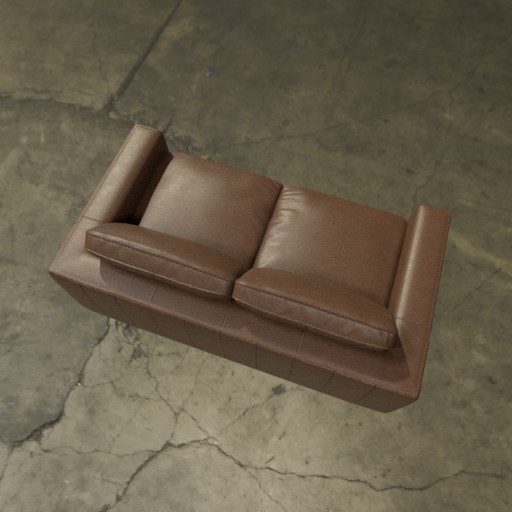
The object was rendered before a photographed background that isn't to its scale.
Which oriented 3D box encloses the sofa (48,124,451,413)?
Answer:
[{"bbox_3d":[0.000,0.000,2.479,1.920,0.800,1.070,18,66,8],"label":"sofa"}]
